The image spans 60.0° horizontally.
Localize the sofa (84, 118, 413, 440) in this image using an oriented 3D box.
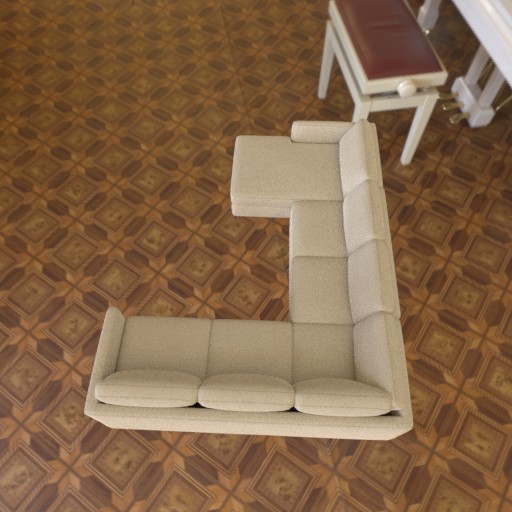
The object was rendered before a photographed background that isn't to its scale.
[{"bbox_3d":[0.000,0.000,4.375,2.551,0.853,3.238,2,60,1],"label":"sofa"}]
